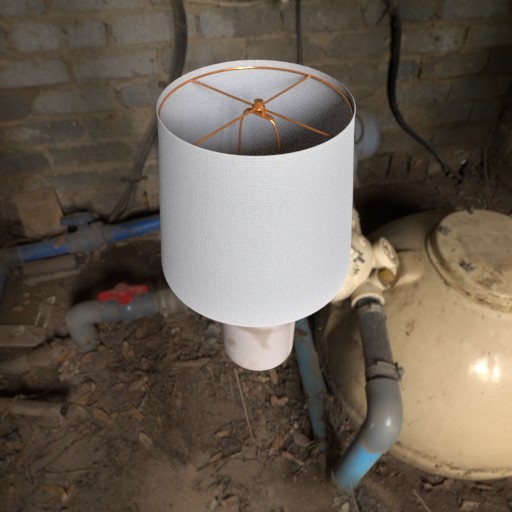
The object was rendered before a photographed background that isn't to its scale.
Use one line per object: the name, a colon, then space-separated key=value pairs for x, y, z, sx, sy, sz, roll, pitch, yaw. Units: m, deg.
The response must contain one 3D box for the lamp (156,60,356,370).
lamp: x=0.000 y=0.000 z=0.458 sx=0.189 sy=0.340 sz=0.189 roll=0 pitch=46 yaw=0
